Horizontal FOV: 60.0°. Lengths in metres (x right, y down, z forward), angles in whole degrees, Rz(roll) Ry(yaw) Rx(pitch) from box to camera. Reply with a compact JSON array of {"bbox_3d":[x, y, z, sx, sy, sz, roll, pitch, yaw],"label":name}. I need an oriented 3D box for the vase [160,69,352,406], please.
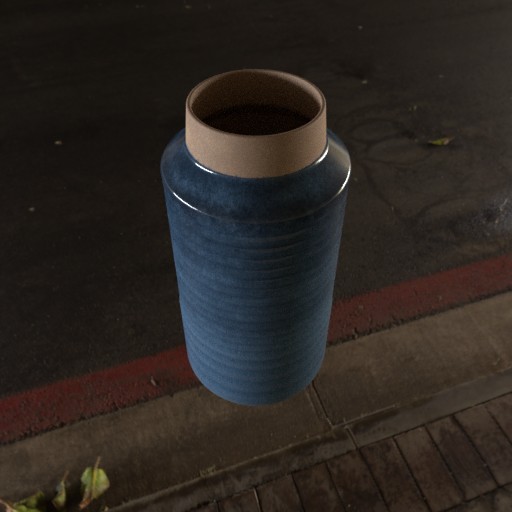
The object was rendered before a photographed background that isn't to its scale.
[{"bbox_3d":[0.000,0.000,0.420,0.163,0.316,0.163,0,47,0],"label":"vase"}]
